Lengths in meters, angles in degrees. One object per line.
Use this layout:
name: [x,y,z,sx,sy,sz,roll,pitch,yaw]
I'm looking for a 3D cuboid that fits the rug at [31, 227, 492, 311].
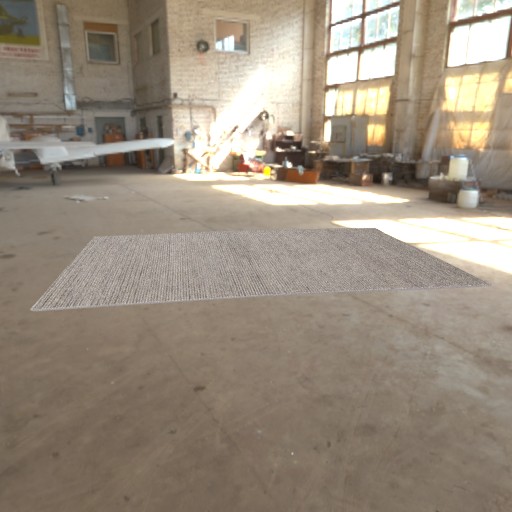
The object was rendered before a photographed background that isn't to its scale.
rug: [0.000,0.000,2.253,1.804,0.022,1.162,-2,16,-8]
